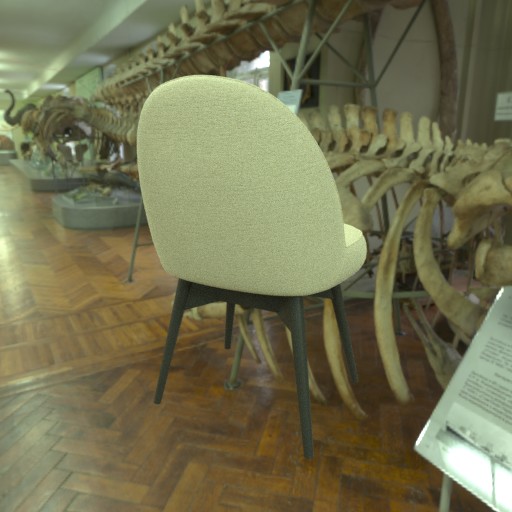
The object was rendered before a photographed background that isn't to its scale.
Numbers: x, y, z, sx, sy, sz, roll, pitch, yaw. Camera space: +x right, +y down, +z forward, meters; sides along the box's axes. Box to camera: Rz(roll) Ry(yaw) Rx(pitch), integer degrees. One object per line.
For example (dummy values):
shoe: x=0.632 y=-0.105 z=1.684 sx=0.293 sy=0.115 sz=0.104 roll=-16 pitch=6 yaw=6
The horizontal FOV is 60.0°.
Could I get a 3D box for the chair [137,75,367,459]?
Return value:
chair: x=0.000 y=0.000 z=1.172 sx=0.532 sy=0.838 sz=0.540 roll=8 pitch=17 yaw=27
